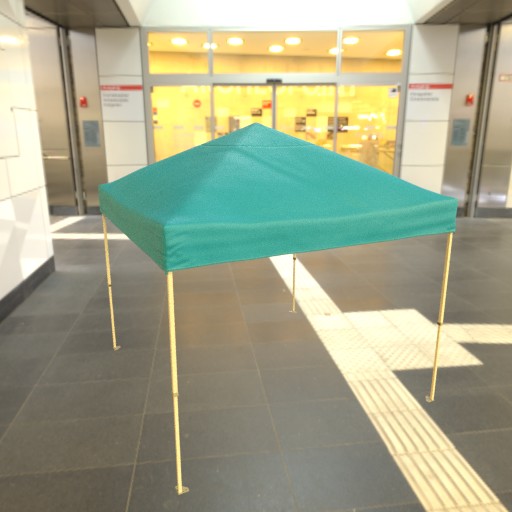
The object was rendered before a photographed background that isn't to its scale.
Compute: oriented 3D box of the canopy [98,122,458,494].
[{"bbox_3d":[0.000,0.000,5.186,2.996,2.997,2.998,-8,17,-26],"label":"canopy"}]
